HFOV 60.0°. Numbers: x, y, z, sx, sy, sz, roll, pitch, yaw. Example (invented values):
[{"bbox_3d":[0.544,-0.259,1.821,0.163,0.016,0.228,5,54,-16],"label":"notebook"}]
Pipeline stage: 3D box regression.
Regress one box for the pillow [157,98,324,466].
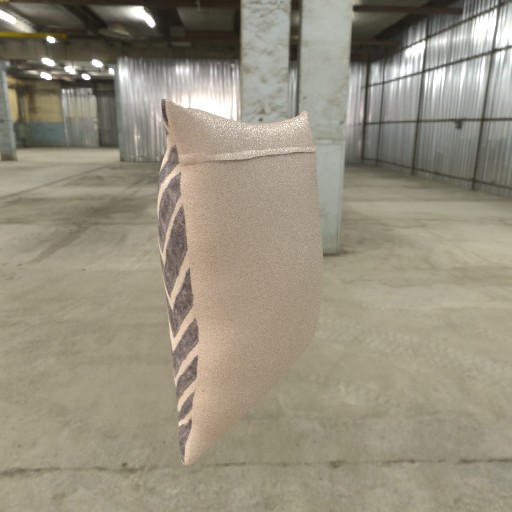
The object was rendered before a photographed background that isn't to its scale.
[{"bbox_3d":[0.000,0.000,0.678,0.182,0.441,0.440,7,17,24],"label":"pillow"}]
